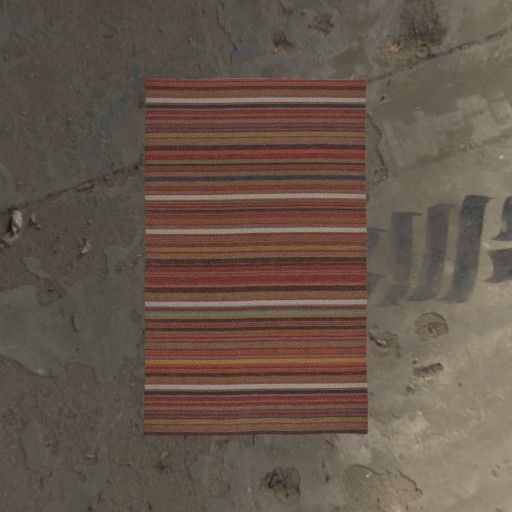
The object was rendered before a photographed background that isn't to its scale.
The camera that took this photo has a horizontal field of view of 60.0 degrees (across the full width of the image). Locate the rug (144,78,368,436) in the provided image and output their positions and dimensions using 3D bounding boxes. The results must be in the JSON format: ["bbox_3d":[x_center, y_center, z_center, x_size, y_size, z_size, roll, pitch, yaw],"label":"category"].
[{"bbox_3d":[0.000,0.000,3.027,1.523,0.008,2.438,0,89,0],"label":"rug"}]
